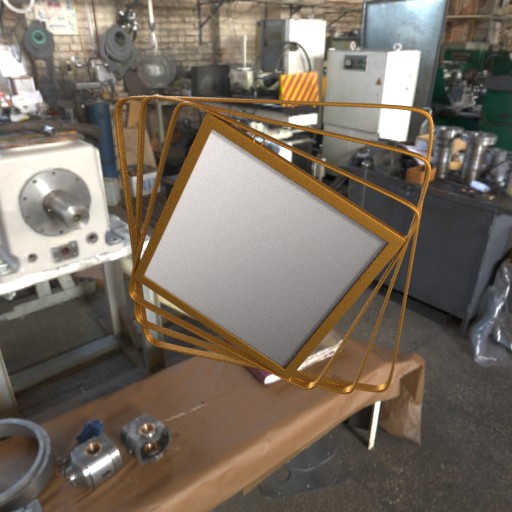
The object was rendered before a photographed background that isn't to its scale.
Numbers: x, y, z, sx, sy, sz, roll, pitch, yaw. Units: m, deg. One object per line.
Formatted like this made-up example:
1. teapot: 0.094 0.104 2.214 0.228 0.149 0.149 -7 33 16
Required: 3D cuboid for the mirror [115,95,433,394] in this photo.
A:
1. mirror: 0.000 0.000 0.699 0.470 0.468 0.045 8 27 16
